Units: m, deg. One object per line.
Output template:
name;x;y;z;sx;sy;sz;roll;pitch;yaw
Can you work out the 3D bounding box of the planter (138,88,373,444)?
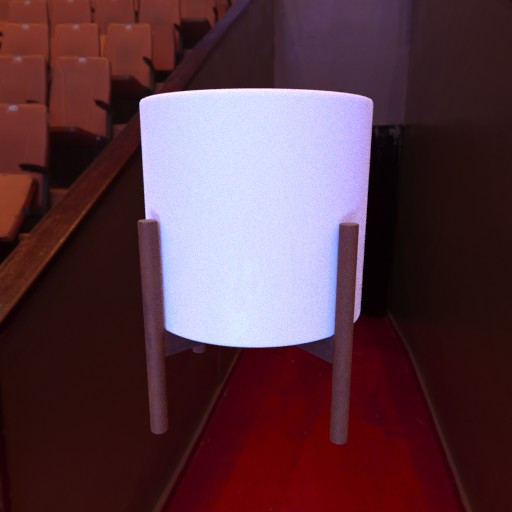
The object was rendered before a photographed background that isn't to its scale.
planter;0.000;0.000;0.888;0.421;0.581;0.420;2;14;8
